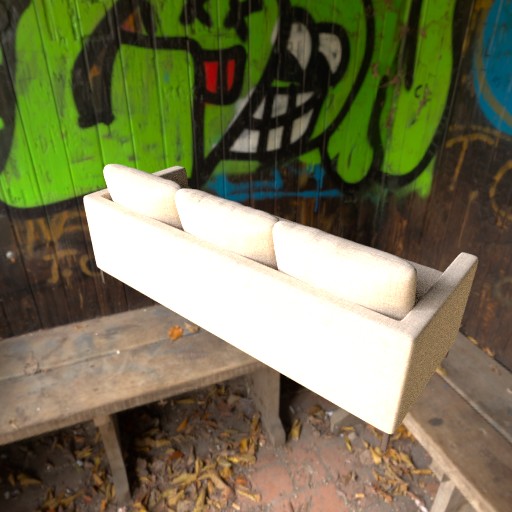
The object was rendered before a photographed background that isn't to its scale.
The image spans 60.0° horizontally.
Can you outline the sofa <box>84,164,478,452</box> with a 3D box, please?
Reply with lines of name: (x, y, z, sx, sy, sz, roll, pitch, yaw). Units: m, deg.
sofa: (0.000, 0.000, 2.642, 2.218, 0.874, 0.859, 22, 37, 33)
